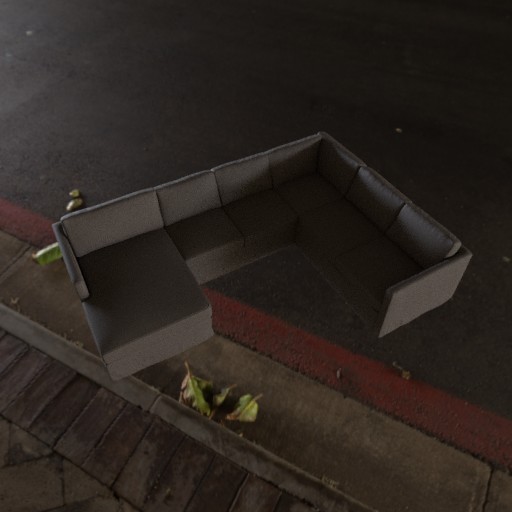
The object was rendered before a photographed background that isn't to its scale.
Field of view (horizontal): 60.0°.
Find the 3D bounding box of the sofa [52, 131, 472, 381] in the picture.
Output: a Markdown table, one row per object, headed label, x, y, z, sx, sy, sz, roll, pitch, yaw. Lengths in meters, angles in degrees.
| label | x | y | z | sx | sy | sz | roll | pitch | yaw |
| --- | --- | --- | --- | --- | --- | --- | --- | --- | --- |
| sofa | 0.000 | 0.000 | 4.605 | 3.528 | 0.878 | 2.476 | -22 | 51 | -19 |
